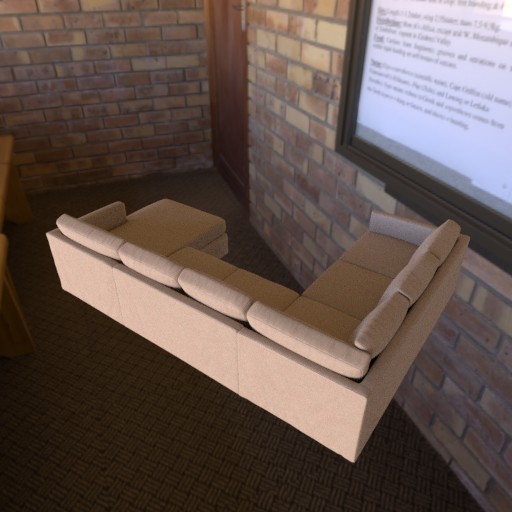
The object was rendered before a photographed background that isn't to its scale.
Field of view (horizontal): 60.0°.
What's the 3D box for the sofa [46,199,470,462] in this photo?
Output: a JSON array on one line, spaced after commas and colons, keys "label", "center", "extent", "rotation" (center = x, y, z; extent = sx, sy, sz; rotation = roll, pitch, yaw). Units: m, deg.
[{"label": "sofa", "center": [0.000, 0.000, 4.511], "extent": [3.460, 0.882, 2.427], "rotation": [22, 39, 29]}]
